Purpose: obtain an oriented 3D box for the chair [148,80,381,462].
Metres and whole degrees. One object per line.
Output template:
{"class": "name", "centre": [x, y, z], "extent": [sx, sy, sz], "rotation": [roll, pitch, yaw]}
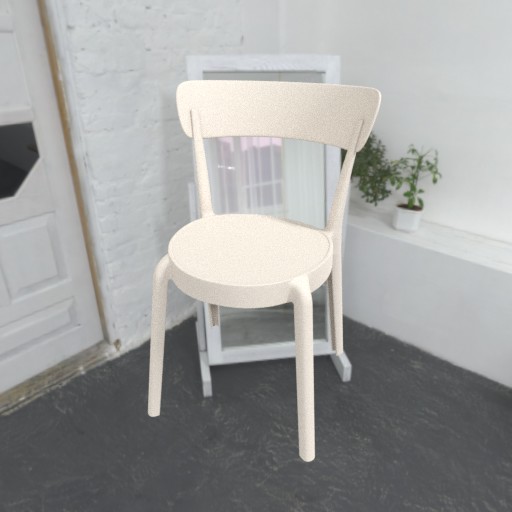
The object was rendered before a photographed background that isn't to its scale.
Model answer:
{"class": "chair", "centre": [0.000, 0.000, 1.131], "extent": [0.506, 0.790, 0.491], "rotation": [9, 29, 17]}
